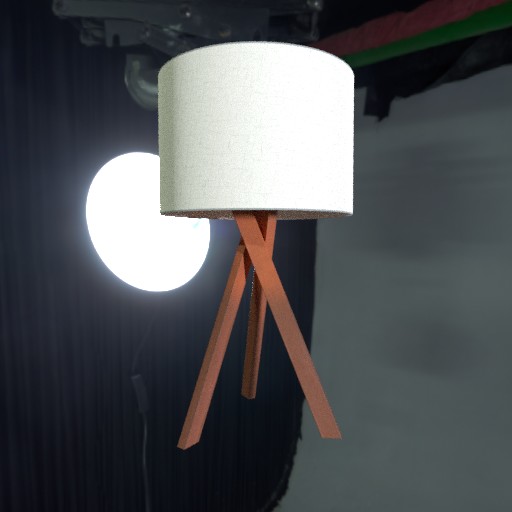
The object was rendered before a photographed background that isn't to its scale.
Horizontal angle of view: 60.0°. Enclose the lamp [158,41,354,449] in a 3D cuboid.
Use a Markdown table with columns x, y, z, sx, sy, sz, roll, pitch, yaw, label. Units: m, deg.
| x | y | z | sx | sy | sz | roll | pitch | yaw | label |
| --- | --- | --- | --- | --- | --- | --- | --- | --- | --- |
| 0.000 | 0.000 | 0.895 | 0.380 | 0.686 | 0.380 | 2 | 3 | 37 | lamp |
